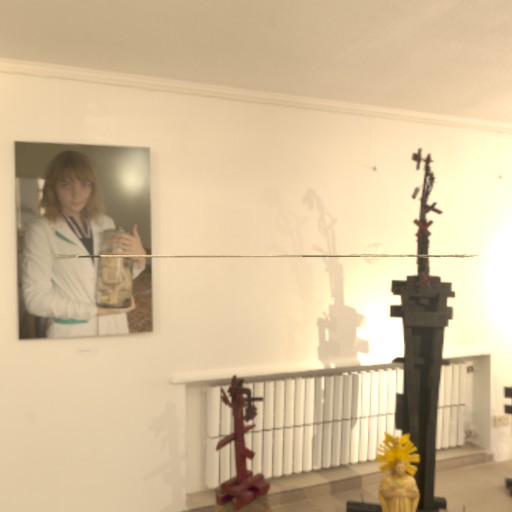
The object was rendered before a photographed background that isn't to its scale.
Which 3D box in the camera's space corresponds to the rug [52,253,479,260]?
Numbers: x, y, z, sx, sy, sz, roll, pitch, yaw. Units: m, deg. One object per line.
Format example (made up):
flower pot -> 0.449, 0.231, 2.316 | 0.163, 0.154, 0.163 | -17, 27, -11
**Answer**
rug -> 0.000, 0.000, 2.512 | 2.021, 0.027, 1.224 | 0, 0, -19
